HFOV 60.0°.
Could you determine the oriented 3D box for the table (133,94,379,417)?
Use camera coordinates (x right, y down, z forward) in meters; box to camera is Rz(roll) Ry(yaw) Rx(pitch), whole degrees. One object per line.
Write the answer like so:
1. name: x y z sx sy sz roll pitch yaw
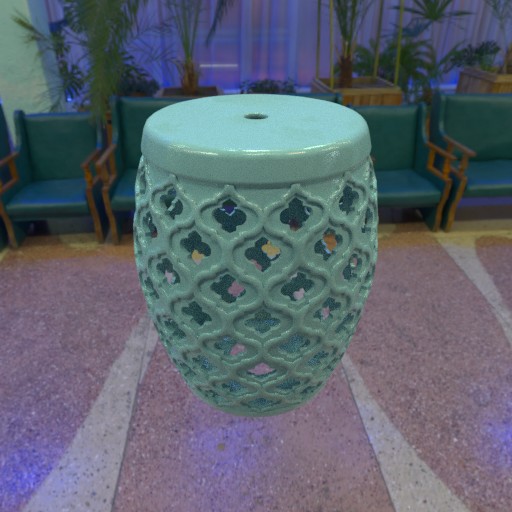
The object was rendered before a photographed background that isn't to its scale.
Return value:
1. table: 0.000 0.000 0.624 0.325 0.388 0.325 0 32 0
